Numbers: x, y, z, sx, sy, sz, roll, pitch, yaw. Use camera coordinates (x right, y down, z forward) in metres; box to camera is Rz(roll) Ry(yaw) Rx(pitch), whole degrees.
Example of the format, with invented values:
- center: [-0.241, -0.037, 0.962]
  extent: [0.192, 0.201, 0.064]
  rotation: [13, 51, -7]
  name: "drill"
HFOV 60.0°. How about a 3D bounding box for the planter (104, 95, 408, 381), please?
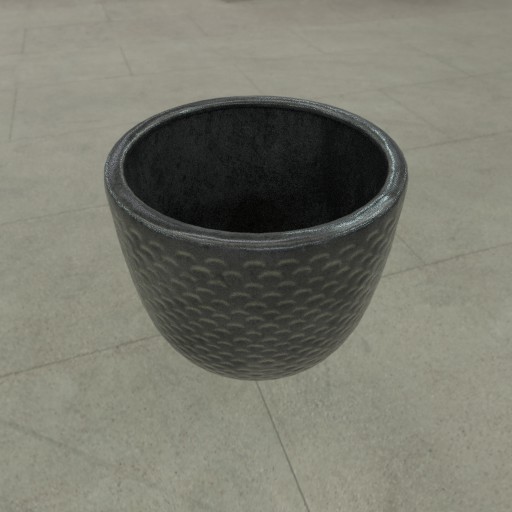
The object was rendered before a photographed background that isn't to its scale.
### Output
- center: [0.000, 0.000, 0.307]
  extent: [0.172, 0.160, 0.172]
  rotation: [0, 41, 0]
  name: "planter"
